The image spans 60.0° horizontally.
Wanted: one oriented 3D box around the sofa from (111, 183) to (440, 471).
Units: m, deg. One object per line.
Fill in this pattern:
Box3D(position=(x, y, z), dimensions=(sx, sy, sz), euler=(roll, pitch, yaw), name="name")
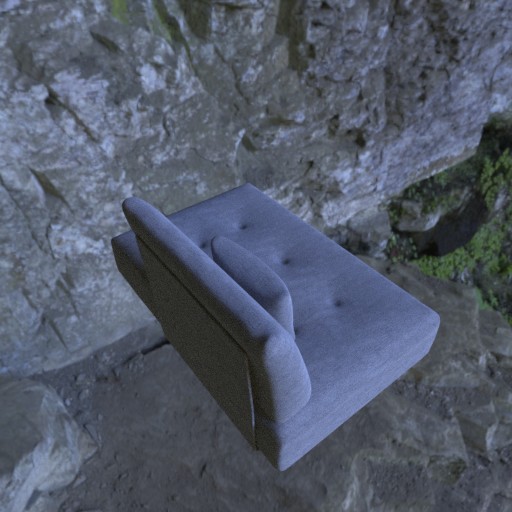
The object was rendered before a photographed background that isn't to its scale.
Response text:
Box3D(position=(0.000, 0.000, 2.071), dimensions=(1.002, 0.820, 1.450), euler=(-27, 48, -28), name="sofa")
